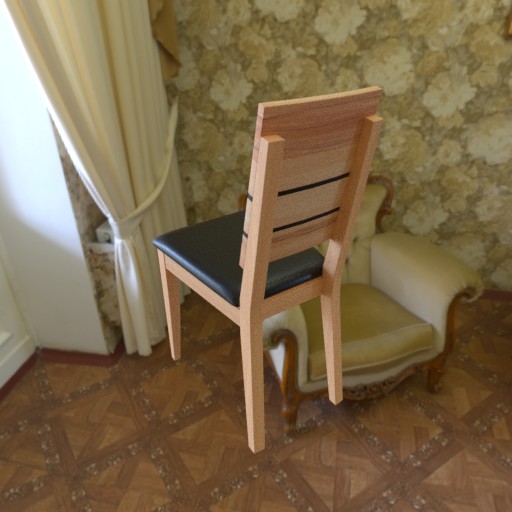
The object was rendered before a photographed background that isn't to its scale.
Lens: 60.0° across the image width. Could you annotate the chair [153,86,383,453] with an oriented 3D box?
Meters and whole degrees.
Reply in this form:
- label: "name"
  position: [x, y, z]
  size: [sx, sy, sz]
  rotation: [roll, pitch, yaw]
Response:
- label: "chair"
  position: [0.000, 0.000, 1.245]
  size: [0.410, 0.940, 0.520]
  rotation: [-19, 36, -29]
